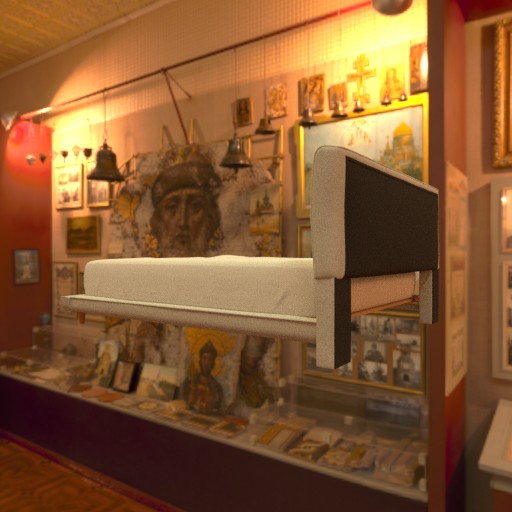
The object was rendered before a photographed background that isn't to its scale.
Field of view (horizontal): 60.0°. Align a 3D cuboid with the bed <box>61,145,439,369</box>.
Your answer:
[{"bbox_3d":[0.000,0.000,3.655,2.498,1.126,1.980,0,0,36],"label":"bed"}]
